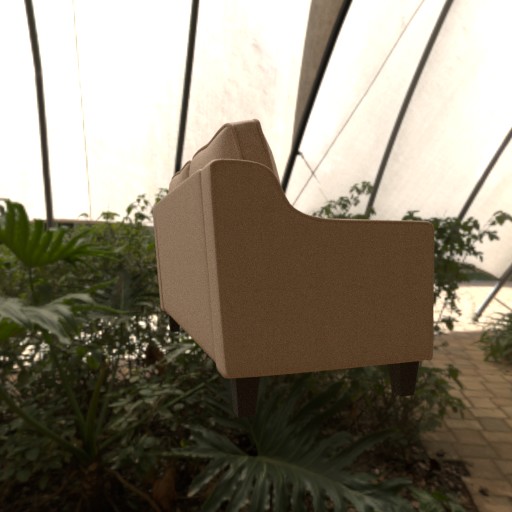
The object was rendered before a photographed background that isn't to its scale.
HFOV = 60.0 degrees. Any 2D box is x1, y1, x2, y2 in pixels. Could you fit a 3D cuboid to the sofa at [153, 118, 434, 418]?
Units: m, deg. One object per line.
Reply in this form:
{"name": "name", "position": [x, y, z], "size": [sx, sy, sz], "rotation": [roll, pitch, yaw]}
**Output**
{"name": "sofa", "position": [0.000, 0.000, 3.505], "size": [1.351, 1.562, 2.587], "rotation": [0, 1, -19]}
